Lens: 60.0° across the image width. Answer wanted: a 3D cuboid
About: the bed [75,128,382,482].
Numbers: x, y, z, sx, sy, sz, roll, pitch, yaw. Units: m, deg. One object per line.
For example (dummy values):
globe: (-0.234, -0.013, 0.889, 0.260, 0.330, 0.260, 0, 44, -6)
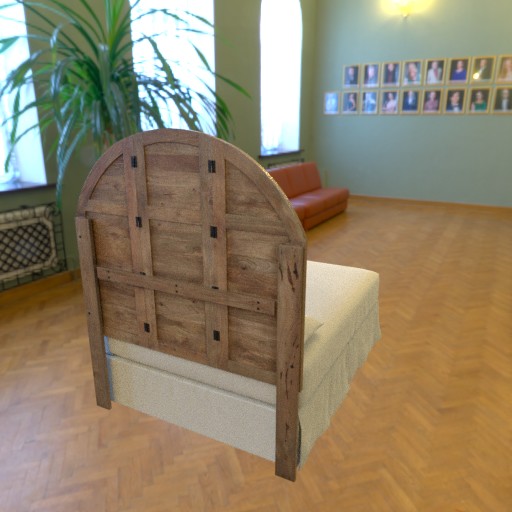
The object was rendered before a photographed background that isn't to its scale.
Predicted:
bed: (0.000, 0.000, 3.576, 1.713, 2.002, 2.112, 9, 19, 26)
